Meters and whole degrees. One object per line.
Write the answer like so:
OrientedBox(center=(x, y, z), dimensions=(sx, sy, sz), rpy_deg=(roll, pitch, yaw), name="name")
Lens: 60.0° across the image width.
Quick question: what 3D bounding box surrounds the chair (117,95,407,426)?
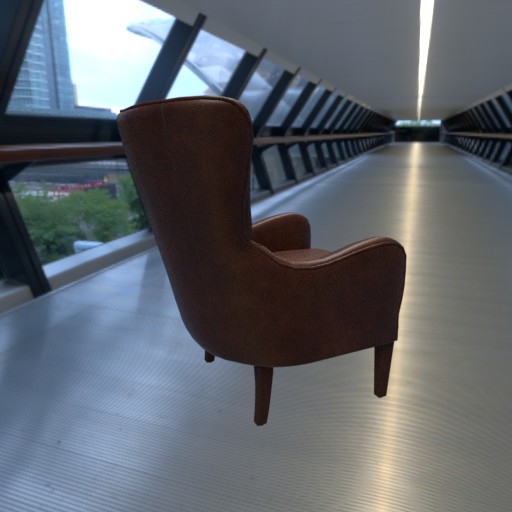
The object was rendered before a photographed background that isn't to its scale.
OrientedBox(center=(0.000, 0.000, 1.645), dimensions=(0.914, 1.048, 0.692), rpy_deg=(-7, 16, -25), name="chair")
